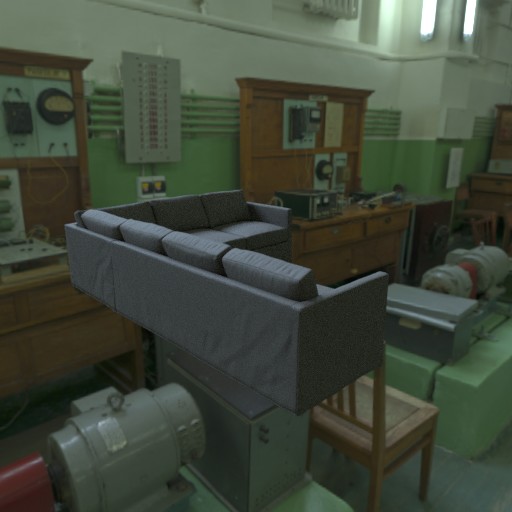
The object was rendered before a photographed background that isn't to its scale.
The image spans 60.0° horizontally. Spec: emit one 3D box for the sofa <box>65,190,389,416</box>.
[{"bbox_3d":[0.000,0.000,4.319,2.432,0.871,3.182,-15,21,-42],"label":"sofa"}]
